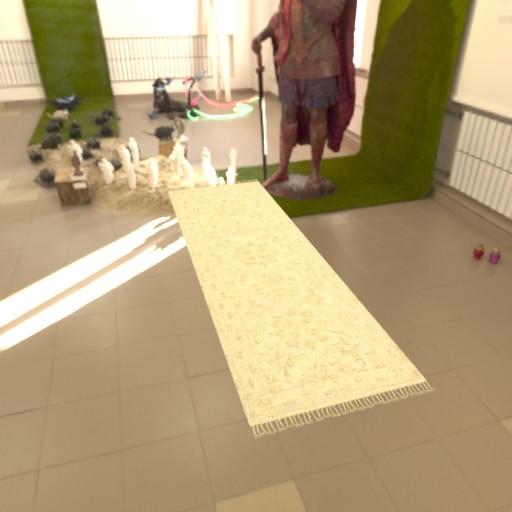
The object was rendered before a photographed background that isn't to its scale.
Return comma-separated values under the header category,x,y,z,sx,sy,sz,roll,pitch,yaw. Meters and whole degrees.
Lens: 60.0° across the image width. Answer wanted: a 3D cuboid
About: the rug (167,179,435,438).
category,x,y,z,sx,sy,sz,roll,pitch,yaw
rug,0.000,0.000,2.807,0.795,0.015,2.544,-9,32,-15
